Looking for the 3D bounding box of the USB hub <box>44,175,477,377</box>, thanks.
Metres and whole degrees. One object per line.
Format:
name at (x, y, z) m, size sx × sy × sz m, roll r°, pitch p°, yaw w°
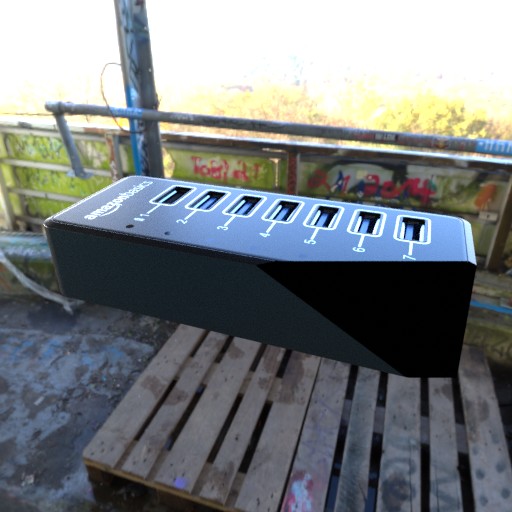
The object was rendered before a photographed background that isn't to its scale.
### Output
USB hub at (0.000, 0.000, 0.126) m, size 0.110 × 0.023 × 0.044 m, roll 10°, pitch 31°, yaw 17°
